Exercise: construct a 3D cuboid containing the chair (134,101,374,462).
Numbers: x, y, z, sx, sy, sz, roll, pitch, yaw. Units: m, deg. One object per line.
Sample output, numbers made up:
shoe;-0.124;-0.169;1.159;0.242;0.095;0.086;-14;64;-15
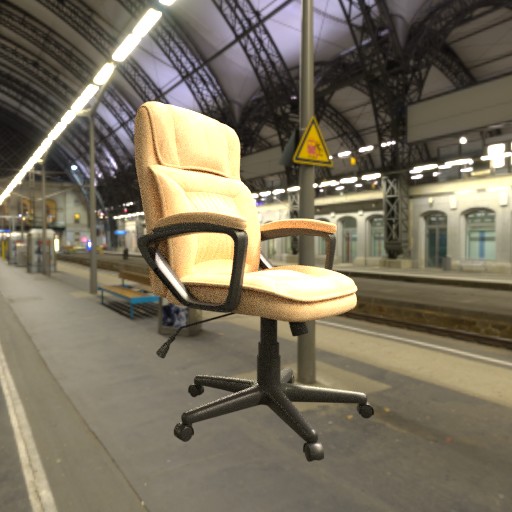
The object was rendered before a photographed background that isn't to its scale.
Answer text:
chair;0.000;0.000;1.549;0.724;1.105;0.667;1;2;36
